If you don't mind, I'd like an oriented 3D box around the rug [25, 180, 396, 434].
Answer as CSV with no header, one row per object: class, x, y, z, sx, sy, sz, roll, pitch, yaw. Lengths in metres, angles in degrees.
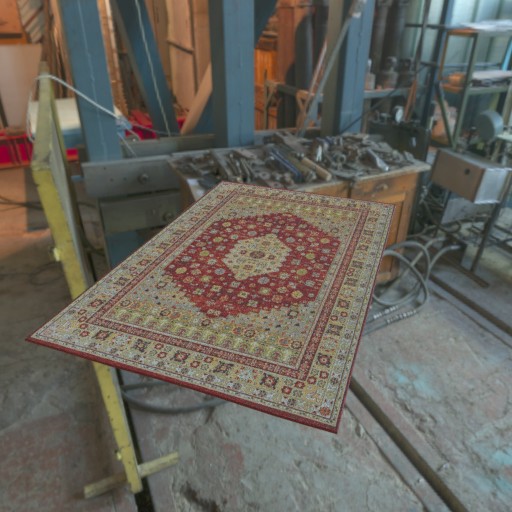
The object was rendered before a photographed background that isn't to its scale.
rug,0.000,0.000,2.225,1.194,0.013,1.802,11,32,18
